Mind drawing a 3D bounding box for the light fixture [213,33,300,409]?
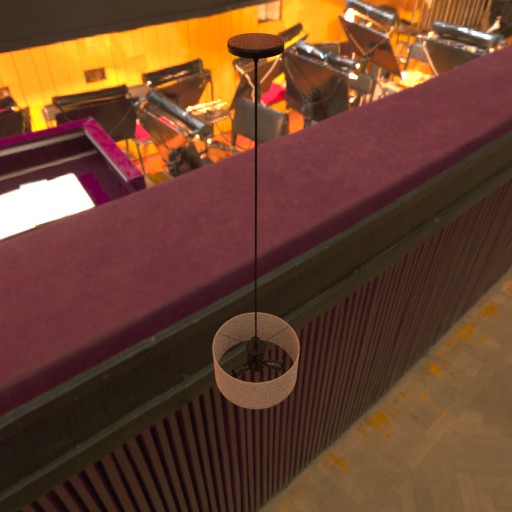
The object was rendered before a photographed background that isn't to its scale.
[{"bbox_3d":[0.000,0.000,1.672,0.399,1.516,0.399,0,41,0],"label":"light fixture"}]
